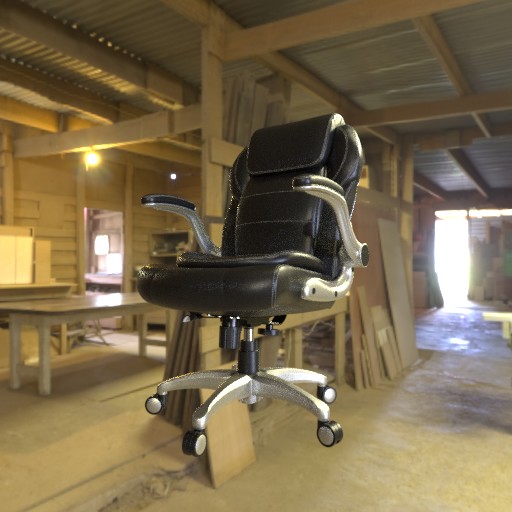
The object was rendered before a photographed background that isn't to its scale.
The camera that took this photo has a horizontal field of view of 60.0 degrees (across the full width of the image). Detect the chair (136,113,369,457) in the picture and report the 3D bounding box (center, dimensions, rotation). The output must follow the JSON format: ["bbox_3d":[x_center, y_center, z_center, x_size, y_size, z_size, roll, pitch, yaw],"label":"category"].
[{"bbox_3d":[0.000,0.000,1.589,0.724,1.141,0.801,-1,-1,35],"label":"chair"}]
